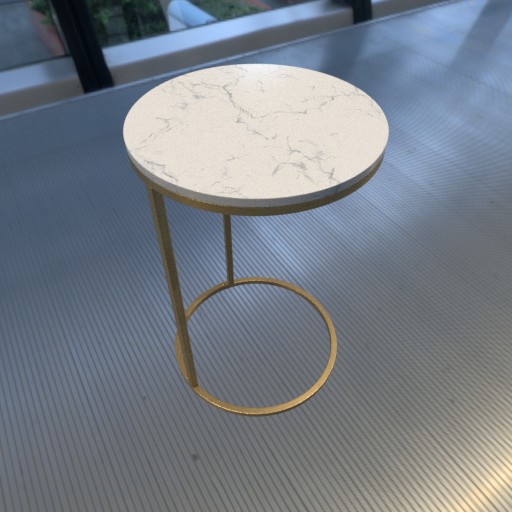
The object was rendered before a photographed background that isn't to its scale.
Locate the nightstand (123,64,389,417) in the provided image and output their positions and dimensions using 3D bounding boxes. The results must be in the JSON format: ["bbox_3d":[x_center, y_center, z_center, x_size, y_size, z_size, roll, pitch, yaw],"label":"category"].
[{"bbox_3d":[0.000,0.000,0.899,0.400,0.610,0.400,10,46,9],"label":"nightstand"}]
